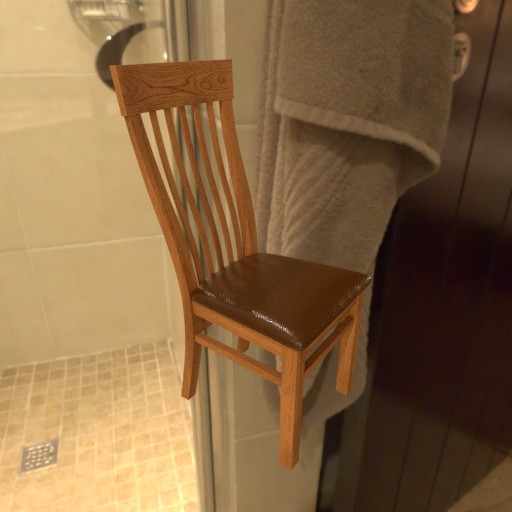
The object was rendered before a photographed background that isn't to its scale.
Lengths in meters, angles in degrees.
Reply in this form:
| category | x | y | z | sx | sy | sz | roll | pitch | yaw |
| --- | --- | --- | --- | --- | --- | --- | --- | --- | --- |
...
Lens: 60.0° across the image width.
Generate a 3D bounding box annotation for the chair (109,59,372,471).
| category | x | y | z | sx | sy | sz | roll | pitch | yaw |
| --- | --- | --- | --- | --- | --- | --- | --- | --- | --- |
| chair | 0.000 | 0.000 | 1.324 | 0.580 | 1.050 | 0.450 | 17 | 31 | 32 |
